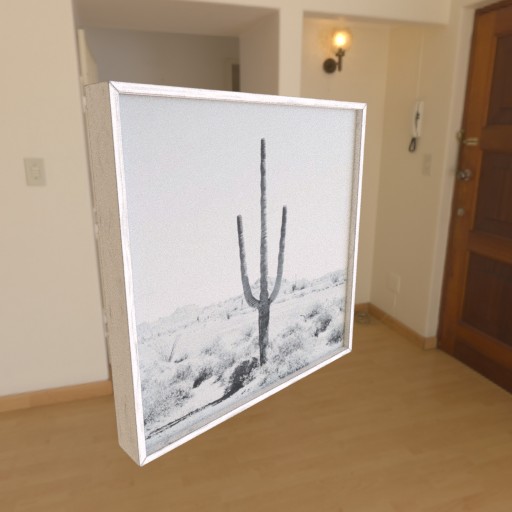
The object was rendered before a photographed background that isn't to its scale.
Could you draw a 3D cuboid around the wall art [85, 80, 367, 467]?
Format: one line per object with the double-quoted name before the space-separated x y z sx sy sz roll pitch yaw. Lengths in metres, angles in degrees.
"wall art" 0.000 0.000 0.448 0.305 0.305 0.038 -14 20 -41
